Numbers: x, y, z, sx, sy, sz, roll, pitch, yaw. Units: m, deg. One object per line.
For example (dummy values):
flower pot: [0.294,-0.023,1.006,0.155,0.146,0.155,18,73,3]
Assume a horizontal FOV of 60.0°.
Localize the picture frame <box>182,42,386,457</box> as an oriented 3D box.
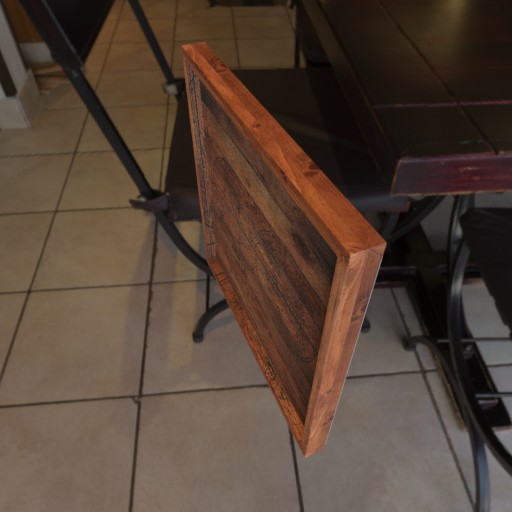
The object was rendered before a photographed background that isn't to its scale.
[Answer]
picture frame: [0.000,0.000,0.517,0.028,0.356,0.352,-18,49,-16]
